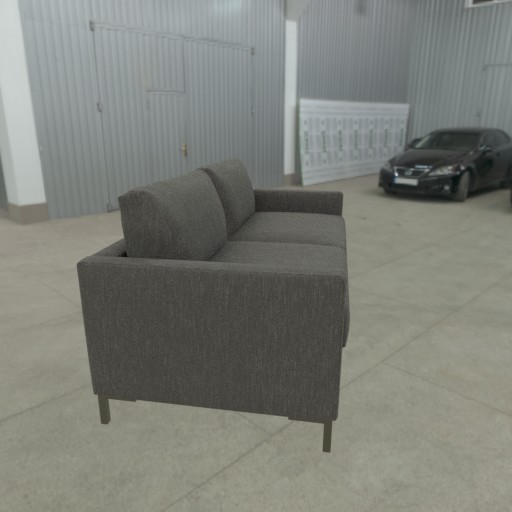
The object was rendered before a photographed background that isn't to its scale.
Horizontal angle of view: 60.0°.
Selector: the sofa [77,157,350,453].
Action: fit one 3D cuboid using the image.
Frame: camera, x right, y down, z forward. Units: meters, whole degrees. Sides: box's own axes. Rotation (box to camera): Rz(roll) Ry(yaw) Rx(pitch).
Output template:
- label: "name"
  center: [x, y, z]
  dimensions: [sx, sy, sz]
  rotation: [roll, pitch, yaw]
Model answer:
- label: "sofa"
  center: [0.000, 0.000, 2.165]
  dimensions: [0.875, 0.840, 1.682]
  rotation: [3, 17, 10]
